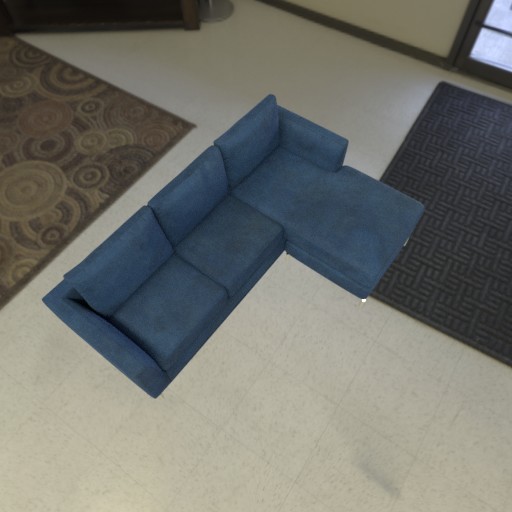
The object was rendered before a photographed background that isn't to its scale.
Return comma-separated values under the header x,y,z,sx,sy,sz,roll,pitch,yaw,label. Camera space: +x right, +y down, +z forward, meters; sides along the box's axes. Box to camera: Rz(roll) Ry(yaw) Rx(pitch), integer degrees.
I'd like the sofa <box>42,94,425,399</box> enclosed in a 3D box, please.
x,y,z,sx,sy,sz,roll,pitch,yaw,label
0.000,0.000,3.298,1.622,0.987,2.438,33,63,19,sofa
